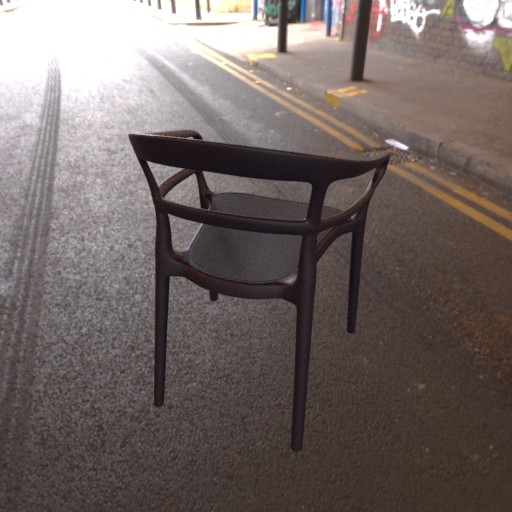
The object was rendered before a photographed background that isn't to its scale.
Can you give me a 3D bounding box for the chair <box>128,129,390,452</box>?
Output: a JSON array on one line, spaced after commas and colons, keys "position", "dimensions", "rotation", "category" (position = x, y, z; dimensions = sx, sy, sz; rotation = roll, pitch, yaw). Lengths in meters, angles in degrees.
[{"position": [0.000, 0.000, 1.142], "dimensions": [0.559, 0.761, 0.527], "rotation": [11, 34, 17], "category": "chair"}]
